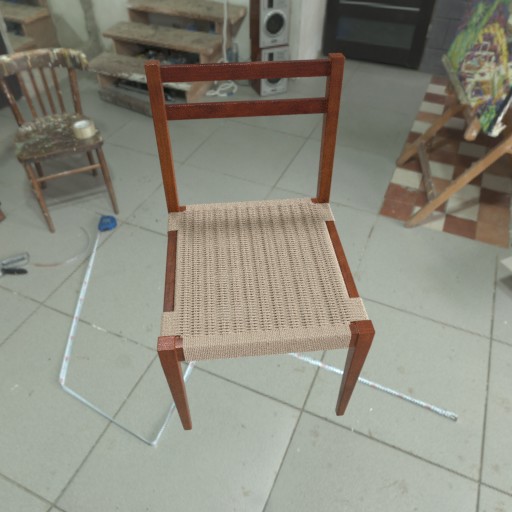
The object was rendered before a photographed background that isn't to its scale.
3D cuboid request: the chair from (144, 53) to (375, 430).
[{"bbox_3d":[0.000,0.000,1.203,0.495,0.851,0.569,-4,45,-4],"label":"chair"}]
